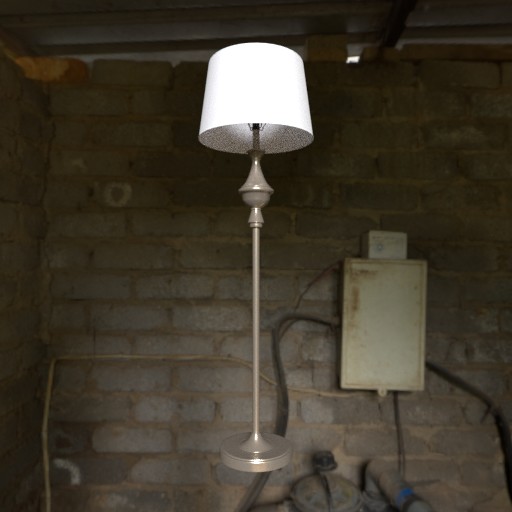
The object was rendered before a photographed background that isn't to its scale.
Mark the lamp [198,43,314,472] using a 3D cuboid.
[{"bbox_3d":[0.000,0.000,1.664,0.431,1.488,0.431,0,0,0],"label":"lamp"}]
